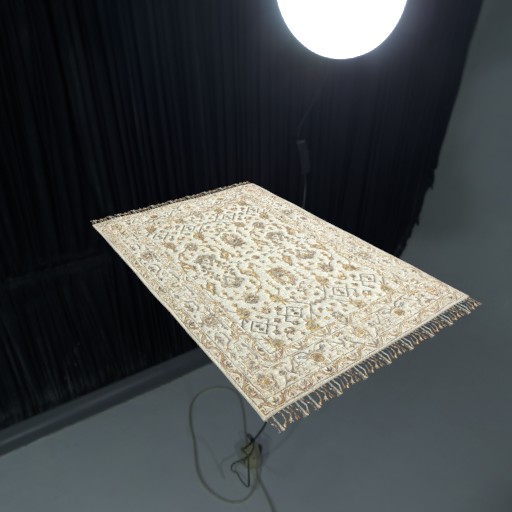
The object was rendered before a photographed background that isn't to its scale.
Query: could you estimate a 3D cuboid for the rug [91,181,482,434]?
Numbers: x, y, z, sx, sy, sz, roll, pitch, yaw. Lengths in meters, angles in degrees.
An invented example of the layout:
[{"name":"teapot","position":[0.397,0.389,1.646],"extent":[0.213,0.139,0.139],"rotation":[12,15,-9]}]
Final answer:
[{"name":"rug","position":[0.000,0.000,3.043],"extent":[1.529,0.027,2.434],"rotation":[-20,36,-30]}]
